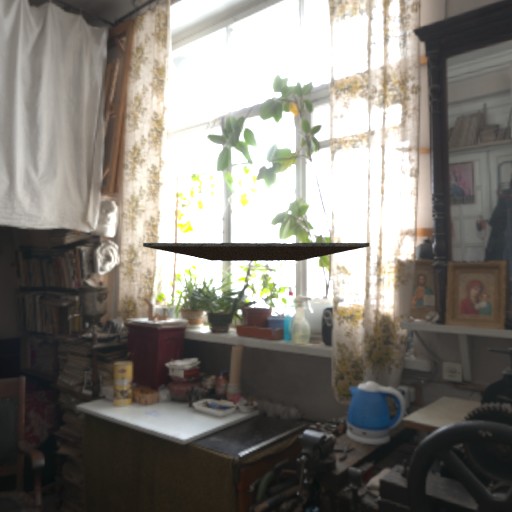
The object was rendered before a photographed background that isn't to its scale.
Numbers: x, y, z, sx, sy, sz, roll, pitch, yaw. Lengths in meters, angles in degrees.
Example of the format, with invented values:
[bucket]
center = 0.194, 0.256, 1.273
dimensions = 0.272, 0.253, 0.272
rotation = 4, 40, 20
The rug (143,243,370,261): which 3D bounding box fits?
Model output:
[rug]
center = 0.000, 0.000, 2.708
dimensions = 0.770, 0.013, 2.434
rotation = 0, -2, 0
